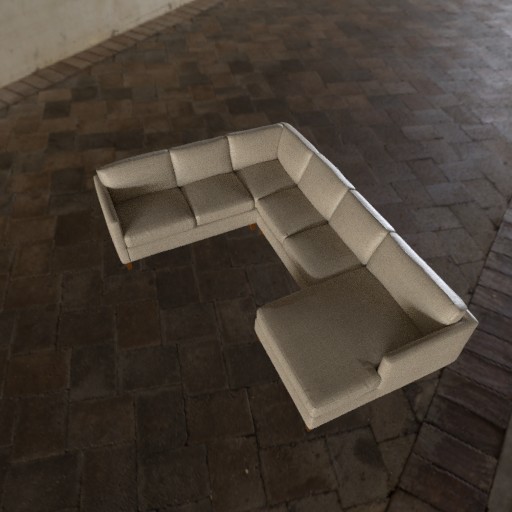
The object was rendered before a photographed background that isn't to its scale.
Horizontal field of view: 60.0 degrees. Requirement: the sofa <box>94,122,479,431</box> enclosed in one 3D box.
[{"bbox_3d":[0.000,0.000,4.583,2.594,0.961,3.460,-19,50,-17],"label":"sofa"}]
